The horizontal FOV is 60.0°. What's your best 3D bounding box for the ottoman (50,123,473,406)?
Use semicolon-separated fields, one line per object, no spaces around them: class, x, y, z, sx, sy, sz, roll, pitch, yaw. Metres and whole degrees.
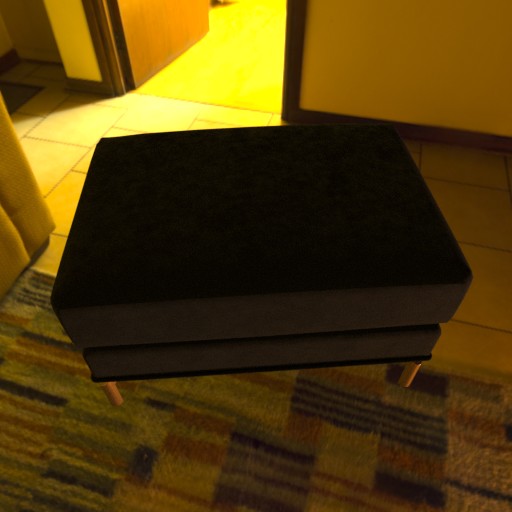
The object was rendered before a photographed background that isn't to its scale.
ottoman;0.000;0.000;1.181;0.835;0.498;0.587;-3;47;-3
